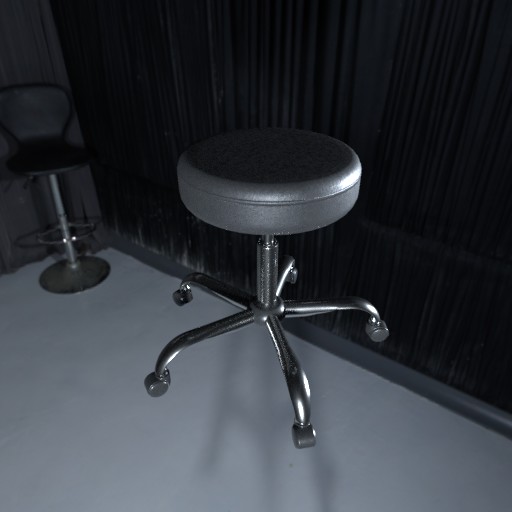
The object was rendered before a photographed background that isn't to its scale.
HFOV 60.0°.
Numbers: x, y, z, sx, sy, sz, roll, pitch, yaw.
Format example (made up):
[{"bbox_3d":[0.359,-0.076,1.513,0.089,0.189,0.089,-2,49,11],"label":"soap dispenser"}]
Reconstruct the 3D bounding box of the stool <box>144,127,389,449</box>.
[{"bbox_3d":[0.000,0.000,1.146,0.638,0.576,0.673,21,38,30],"label":"stool"}]
